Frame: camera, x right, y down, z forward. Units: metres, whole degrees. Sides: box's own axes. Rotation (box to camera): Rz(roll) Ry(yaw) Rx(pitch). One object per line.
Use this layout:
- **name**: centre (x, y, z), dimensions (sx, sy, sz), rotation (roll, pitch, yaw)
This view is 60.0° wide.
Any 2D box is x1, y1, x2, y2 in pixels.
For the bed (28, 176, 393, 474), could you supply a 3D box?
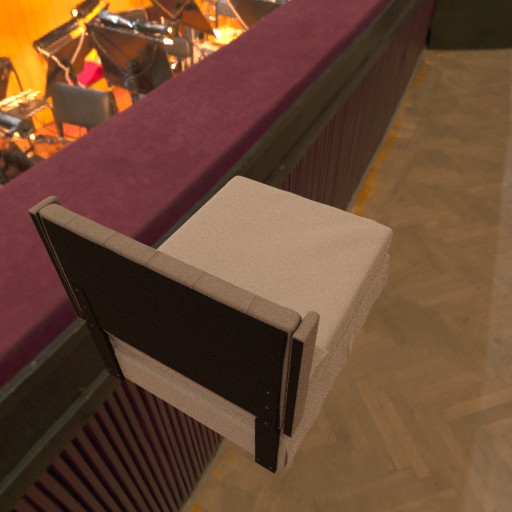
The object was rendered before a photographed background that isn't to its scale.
- **bed**: centre (0.000, 0.000, 3.335), dimensions (1.719, 1.665, 2.066), rotation (23, 49, 21)
